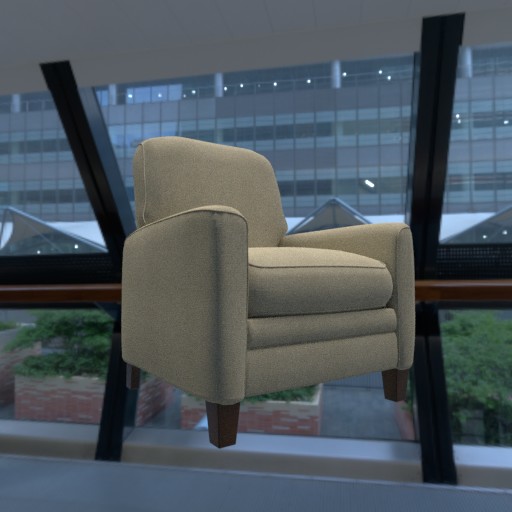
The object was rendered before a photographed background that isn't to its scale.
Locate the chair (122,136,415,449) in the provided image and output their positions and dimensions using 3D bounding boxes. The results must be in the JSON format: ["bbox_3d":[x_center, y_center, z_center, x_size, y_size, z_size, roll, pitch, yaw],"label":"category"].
[{"bbox_3d":[0.000,0.000,1.653,0.850,1.006,0.853,1,-2,-34],"label":"chair"}]
